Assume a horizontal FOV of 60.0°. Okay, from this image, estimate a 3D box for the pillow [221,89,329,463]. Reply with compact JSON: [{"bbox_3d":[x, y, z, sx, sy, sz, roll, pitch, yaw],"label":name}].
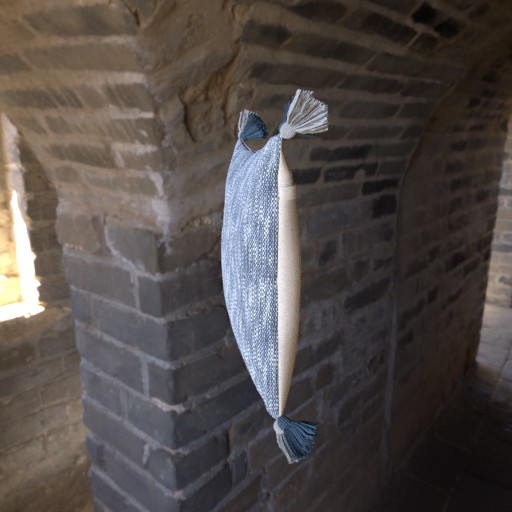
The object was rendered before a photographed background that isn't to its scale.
[{"bbox_3d":[0.000,0.000,0.944,0.138,0.634,0.614,-2,15,-9],"label":"pillow"}]
